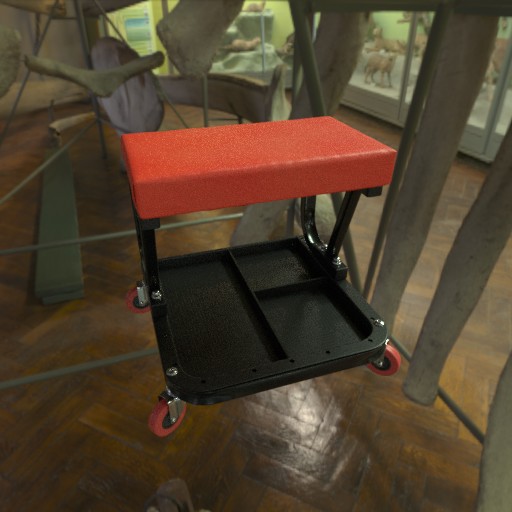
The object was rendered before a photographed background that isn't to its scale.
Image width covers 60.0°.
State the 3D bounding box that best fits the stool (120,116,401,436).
[{"bbox_3d":[0.000,0.000,0.743,0.446,0.380,0.371,-10,33,-16],"label":"stool"}]
